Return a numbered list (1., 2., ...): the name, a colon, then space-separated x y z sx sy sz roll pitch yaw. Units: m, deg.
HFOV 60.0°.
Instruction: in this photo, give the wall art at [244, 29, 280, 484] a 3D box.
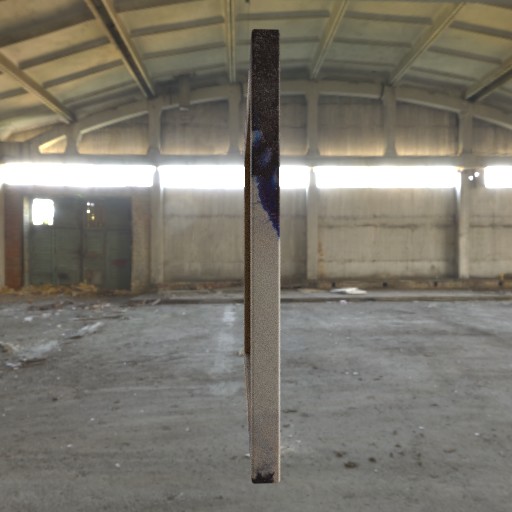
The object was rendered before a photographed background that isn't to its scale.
1. wall art: 0.000 0.000 0.895 0.039 0.609 0.609 0 0 -3
